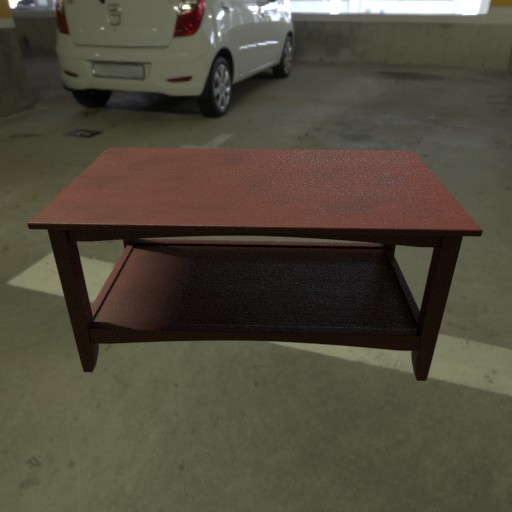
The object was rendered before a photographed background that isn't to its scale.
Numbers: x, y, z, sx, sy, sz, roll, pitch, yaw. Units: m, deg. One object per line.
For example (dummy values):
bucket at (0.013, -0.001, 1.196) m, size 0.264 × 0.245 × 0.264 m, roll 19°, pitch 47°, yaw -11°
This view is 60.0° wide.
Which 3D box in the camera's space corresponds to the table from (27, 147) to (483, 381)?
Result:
table at (0.000, 0.000, 1.258) m, size 0.943 × 0.456 × 0.533 m, roll 1°, pitch 31°, yaw 2°
